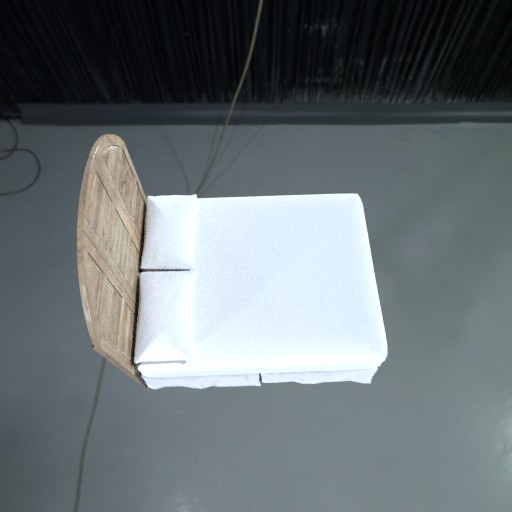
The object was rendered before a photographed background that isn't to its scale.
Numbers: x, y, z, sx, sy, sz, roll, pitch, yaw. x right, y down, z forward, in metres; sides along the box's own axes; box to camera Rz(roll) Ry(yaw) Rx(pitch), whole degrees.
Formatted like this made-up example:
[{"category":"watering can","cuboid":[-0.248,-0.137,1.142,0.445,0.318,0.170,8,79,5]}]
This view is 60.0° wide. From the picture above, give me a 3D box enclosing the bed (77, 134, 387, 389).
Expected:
[{"category":"bed","cuboid":[0.000,0.000,3.517,2.112,2.002,1.713,-2,64,-1]}]
